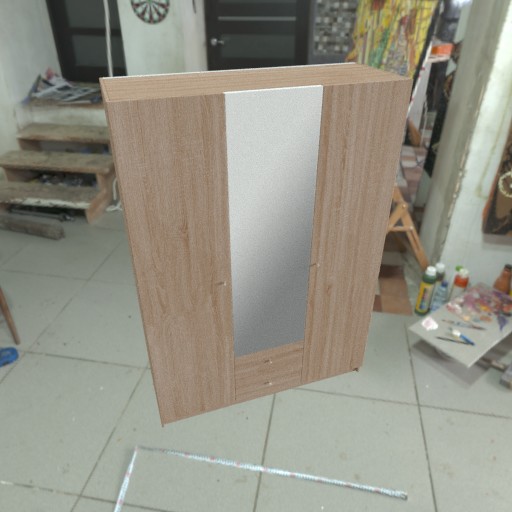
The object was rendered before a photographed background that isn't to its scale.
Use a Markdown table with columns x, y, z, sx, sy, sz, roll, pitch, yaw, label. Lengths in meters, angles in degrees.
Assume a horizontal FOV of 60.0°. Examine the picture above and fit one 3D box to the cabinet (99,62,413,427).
| x | y | z | sx | sy | sz | roll | pitch | yaw | label |
| --- | --- | --- | --- | --- | --- | --- | --- | --- | --- |
| 0.000 | 0.000 | 2.811 | 1.500 | 2.120 | 0.590 | -11 | 34 | -16 | cabinet |
